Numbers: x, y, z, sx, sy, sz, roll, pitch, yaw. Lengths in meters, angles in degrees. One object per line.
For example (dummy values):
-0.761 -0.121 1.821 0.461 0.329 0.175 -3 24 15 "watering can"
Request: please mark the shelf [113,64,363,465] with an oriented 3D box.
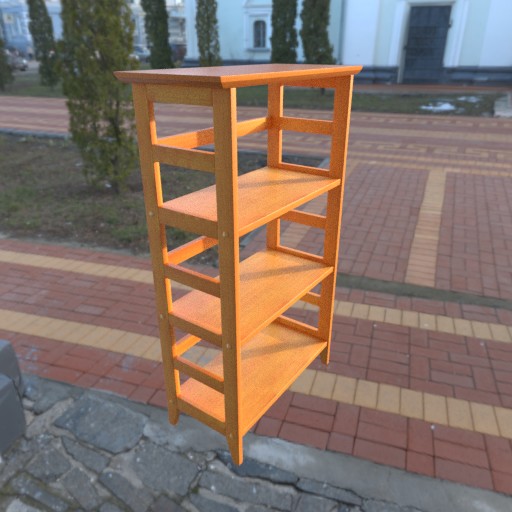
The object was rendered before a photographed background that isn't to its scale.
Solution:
0.000 0.000 1.367 0.305 1.067 0.660 17 30 31 "shelf"
